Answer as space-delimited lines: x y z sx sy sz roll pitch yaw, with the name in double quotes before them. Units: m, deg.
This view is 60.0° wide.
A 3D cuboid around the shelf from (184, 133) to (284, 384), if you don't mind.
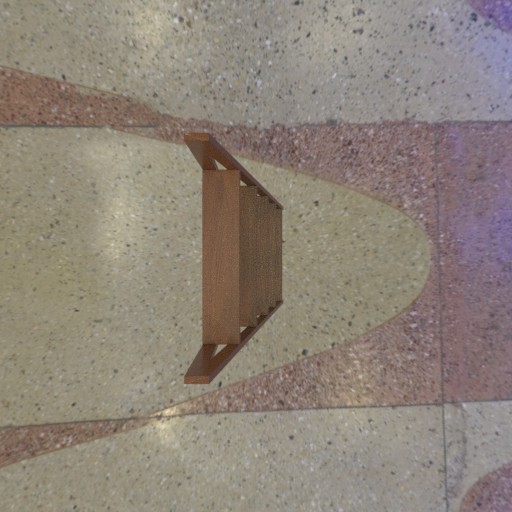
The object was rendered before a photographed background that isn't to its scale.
"shelf" 0.000 0.000 1.990 0.356 1.780 0.630 0 90 0
